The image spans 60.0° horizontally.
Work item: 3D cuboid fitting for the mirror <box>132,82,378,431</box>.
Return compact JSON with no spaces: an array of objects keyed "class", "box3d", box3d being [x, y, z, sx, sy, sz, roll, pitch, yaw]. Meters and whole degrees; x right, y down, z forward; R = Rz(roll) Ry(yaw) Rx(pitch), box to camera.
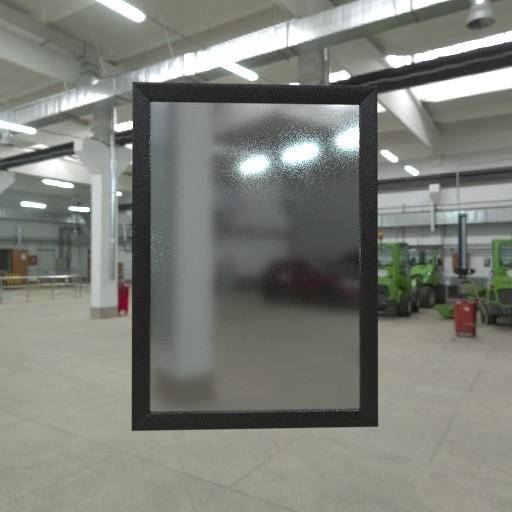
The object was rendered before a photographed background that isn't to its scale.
[{"class":"mirror","box3d":[0.000,0.000,0.932,0.507,0.710,0.040,0,0,-3]}]
